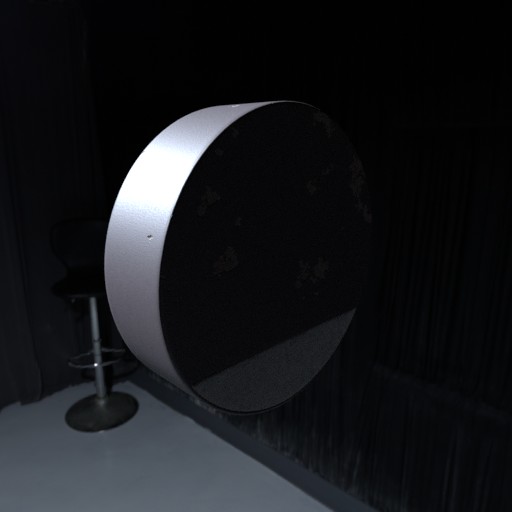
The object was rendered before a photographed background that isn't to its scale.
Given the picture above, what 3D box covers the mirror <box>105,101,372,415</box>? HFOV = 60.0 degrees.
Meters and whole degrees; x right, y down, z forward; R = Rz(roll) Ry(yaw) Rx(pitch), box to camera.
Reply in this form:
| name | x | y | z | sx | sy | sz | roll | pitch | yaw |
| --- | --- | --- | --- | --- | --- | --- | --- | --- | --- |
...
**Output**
| name | x | y | z | sx | sy | sz | roll | pitch | yaw |
| --- | --- | --- | --- | --- | --- | --- | --- | --- | --- |
| mirror | 0.000 | 0.000 | 0.593 | 0.126 | 0.386 | 0.386 | 14 | 20 | 43 |
